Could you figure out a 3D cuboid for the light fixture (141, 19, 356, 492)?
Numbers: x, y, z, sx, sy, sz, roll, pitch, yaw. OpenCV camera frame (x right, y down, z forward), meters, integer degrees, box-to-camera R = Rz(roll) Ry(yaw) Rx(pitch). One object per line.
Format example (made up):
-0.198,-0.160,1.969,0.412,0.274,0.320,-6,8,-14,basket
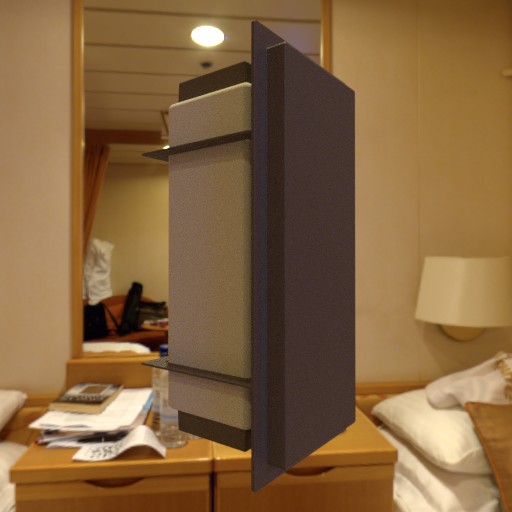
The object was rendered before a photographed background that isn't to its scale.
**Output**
0.000,0.000,0.418,0.146,0.347,0.153,0,-1,37,light fixture
